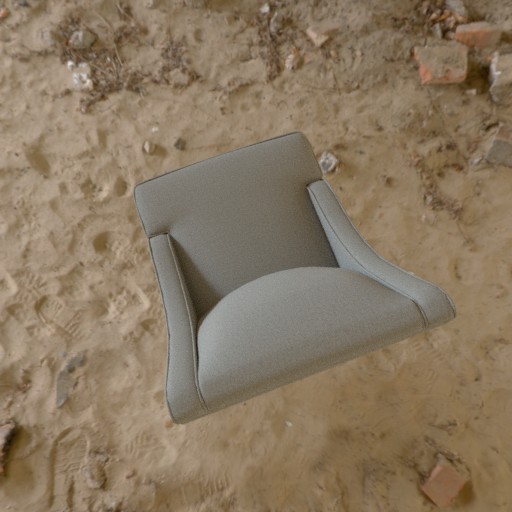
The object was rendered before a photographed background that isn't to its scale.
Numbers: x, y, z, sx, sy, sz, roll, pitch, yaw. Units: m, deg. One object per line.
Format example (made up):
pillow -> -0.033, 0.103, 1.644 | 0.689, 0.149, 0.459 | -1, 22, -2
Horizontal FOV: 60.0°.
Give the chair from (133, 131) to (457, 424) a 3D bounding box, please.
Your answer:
chair -> 0.000, 0.000, 1.353 | 0.610, 0.864, 0.737 | -20, 76, -5
